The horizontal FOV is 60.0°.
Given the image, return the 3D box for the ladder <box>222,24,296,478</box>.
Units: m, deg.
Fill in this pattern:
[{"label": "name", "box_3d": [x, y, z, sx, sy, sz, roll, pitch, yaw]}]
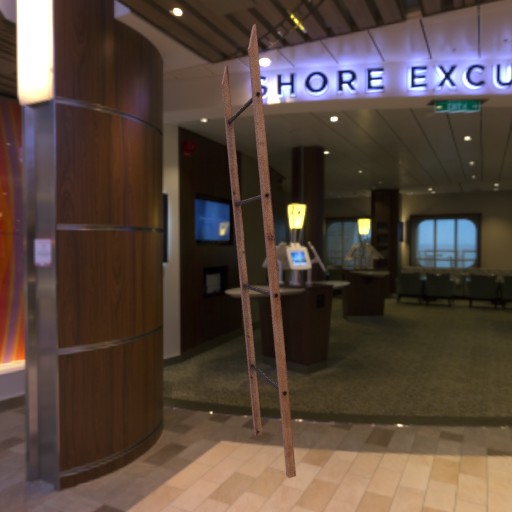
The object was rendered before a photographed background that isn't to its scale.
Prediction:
[{"label": "ladder", "box_3d": [0.000, 0.000, 1.968, 0.200, 1.805, 0.442, -1, 2, -19]}]
